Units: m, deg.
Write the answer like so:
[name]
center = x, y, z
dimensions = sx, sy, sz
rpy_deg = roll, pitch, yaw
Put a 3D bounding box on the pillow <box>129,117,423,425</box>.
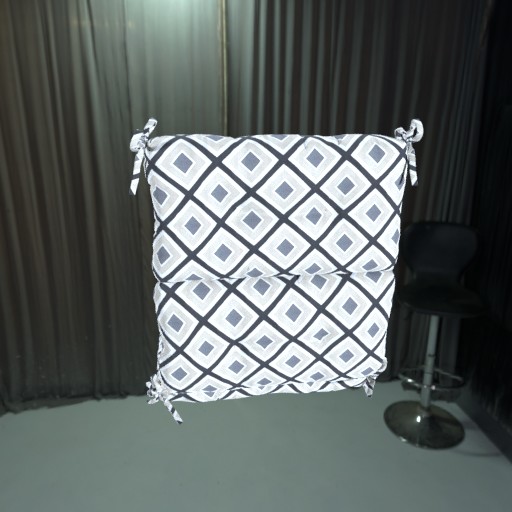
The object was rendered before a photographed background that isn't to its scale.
[pillow]
center = 0.000, 0.000, 1.038
dimensions = 0.519, 0.605, 0.571
rpy_deg = -2, 16, -9
